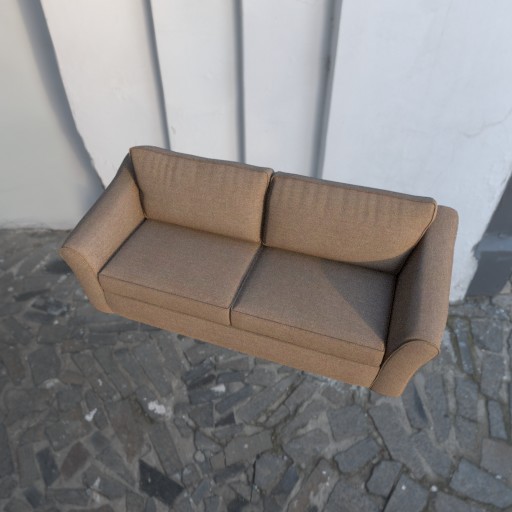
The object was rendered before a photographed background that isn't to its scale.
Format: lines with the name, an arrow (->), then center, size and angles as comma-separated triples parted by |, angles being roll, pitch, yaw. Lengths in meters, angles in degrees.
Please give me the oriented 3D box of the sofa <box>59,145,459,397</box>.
sofa -> 0.000, 0.000, 2.802 | 2.270, 0.906, 0.986 | 13, 45, 14
